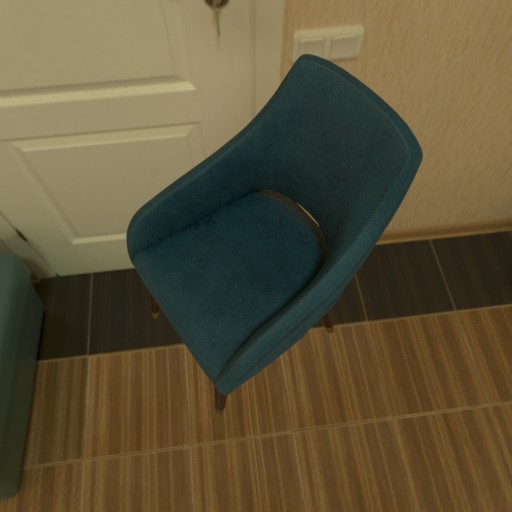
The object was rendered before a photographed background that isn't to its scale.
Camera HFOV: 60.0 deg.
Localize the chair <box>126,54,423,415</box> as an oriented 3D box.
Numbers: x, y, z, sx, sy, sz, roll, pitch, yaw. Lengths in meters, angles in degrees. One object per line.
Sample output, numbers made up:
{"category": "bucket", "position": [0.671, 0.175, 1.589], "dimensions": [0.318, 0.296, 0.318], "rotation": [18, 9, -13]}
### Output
{"category": "chair", "position": [0.000, 0.000, 1.576], "dimensions": [0.794, 1.081, 0.683], "rotation": [-33, 66, -16]}
